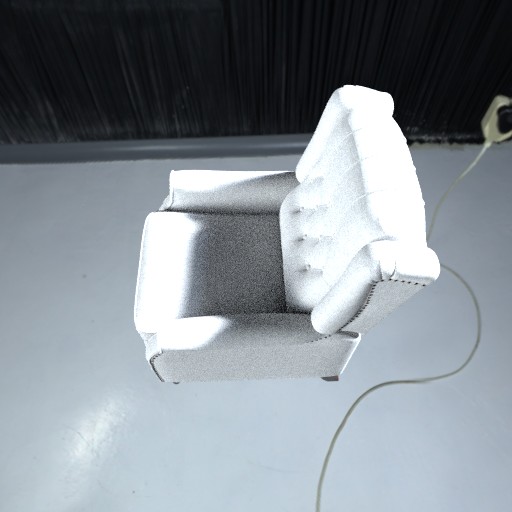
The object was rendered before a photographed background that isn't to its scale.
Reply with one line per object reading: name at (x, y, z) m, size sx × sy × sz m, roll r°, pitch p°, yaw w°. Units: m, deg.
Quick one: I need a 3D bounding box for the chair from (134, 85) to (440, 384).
chair at (0.000, 0.000, 1.628) m, size 0.902 × 1.035 × 0.742 m, roll -2°, pitch 59°, yaw -1°
